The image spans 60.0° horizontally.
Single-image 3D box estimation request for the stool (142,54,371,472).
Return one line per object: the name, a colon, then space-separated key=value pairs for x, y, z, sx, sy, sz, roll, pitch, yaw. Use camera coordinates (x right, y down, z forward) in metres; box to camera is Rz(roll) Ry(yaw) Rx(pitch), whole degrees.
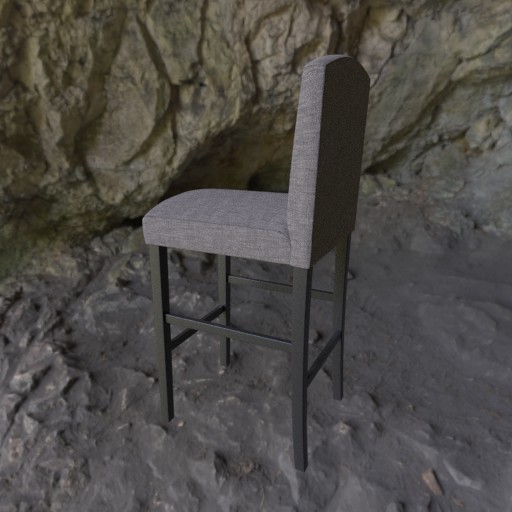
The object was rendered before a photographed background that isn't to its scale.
stool: x=0.000 y=0.000 z=1.406 sx=0.552 sy=1.138 sz=0.451 roll=9 pitch=19 yaw=25
